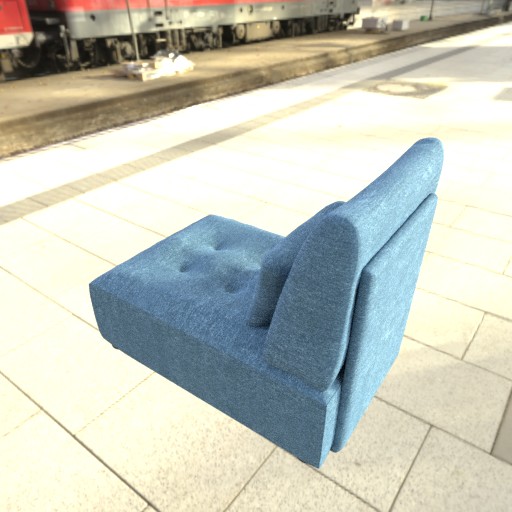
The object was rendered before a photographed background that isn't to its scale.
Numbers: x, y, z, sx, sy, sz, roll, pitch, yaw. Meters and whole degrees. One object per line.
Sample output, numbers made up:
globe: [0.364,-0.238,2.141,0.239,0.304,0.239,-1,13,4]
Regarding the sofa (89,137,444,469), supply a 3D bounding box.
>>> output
sofa: [0.000,0.000,1.539,1.000,0.820,0.700,20,37,29]
